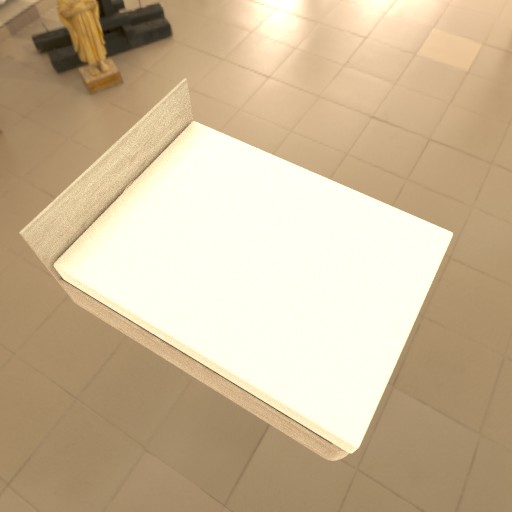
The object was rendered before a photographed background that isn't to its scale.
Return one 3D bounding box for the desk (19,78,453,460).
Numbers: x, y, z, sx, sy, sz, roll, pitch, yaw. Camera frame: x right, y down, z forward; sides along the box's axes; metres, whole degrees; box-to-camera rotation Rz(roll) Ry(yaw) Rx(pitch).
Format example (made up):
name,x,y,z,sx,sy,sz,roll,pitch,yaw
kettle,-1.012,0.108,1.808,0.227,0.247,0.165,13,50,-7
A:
name,x,y,z,sx,sy,sz,roll,pitch,yaw
desk,0.000,0.000,2.595,1.900,0.800,1.400,27,62,16
